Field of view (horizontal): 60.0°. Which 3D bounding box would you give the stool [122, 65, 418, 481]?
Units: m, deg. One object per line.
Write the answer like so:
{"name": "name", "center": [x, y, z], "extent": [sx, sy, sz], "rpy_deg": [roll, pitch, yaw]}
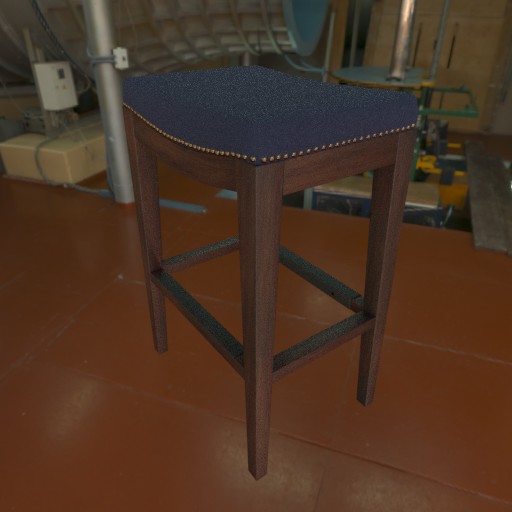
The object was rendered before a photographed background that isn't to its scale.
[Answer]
{"name": "stool", "center": [0.000, 0.000, 1.003], "extent": [0.358, 0.740, 0.498], "rpy_deg": [-20, 36, -30]}
